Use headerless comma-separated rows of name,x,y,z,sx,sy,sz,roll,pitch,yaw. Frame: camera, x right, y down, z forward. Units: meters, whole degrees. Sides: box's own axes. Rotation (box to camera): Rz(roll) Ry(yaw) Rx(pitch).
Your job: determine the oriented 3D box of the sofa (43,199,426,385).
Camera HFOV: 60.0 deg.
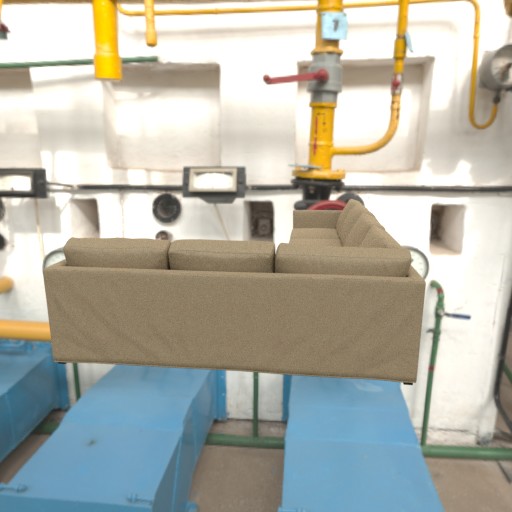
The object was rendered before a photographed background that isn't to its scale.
sofa,0.000,0.000,4.318,2.432,0.871,3.182,2,14,7
